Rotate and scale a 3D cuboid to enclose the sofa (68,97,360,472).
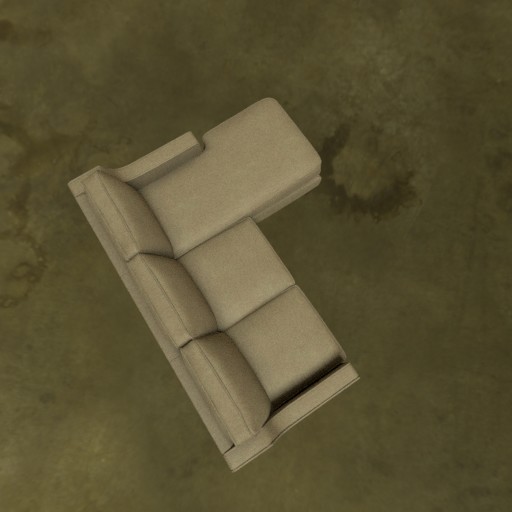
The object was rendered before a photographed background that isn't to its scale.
[{"bbox_3d":[0.000,0.000,3.436,1.858,1.081,2.317,-32,77,-9],"label":"sofa"}]
